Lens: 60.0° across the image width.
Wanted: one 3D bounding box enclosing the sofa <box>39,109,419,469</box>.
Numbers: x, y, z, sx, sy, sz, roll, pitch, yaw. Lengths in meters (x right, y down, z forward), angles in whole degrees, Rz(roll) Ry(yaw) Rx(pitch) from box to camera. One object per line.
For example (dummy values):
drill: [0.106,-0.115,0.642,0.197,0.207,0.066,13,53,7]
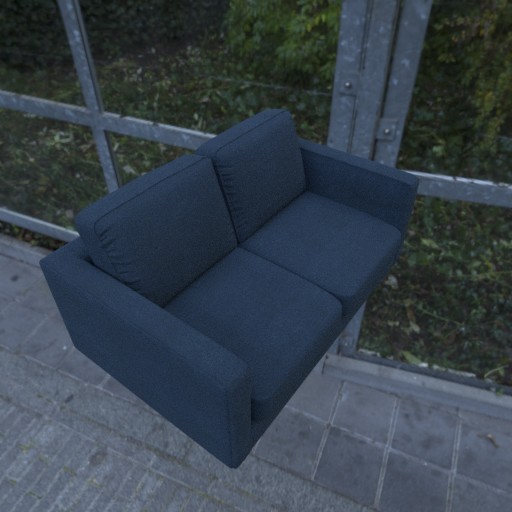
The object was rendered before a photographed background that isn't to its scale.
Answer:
sofa: [0.000,0.000,2.118,0.999,0.930,1.518,26,47,27]
